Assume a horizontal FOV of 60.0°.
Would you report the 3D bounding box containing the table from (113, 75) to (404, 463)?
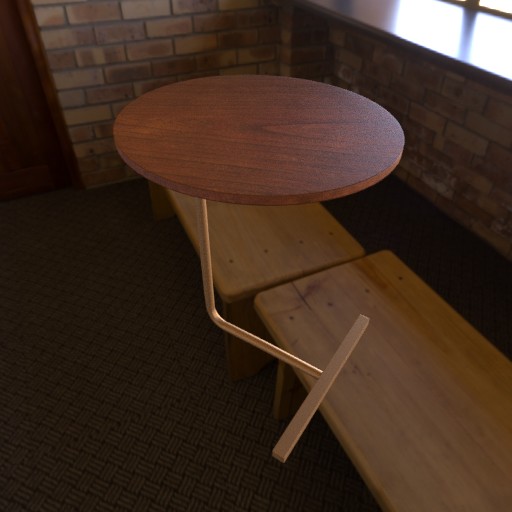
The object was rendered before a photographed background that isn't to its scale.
[{"bbox_3d":[0.000,0.000,1.111,0.577,0.706,0.530,23,46,25],"label":"table"}]
